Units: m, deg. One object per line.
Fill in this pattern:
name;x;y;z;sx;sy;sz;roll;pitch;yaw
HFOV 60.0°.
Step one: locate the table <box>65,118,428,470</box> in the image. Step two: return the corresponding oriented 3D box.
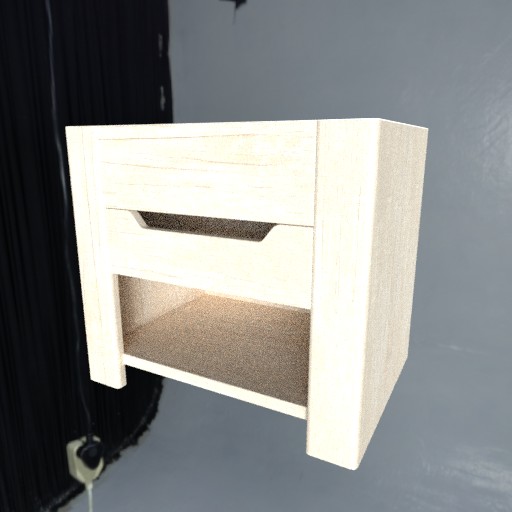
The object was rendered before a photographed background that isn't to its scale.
table;0.000;0.000;0.915;0.570;0.510;0.420;8;16;27
